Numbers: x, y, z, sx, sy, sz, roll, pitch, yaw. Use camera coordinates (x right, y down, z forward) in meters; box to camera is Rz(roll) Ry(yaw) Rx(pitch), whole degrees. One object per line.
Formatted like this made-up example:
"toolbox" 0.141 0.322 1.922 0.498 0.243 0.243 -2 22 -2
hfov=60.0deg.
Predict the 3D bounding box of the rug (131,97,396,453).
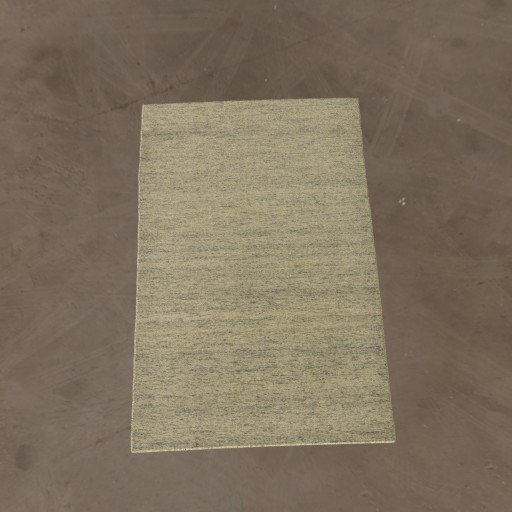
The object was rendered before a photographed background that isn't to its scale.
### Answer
"rug" 0.000 0.000 2.299 1.243 0.014 1.846 -2 75 -1
